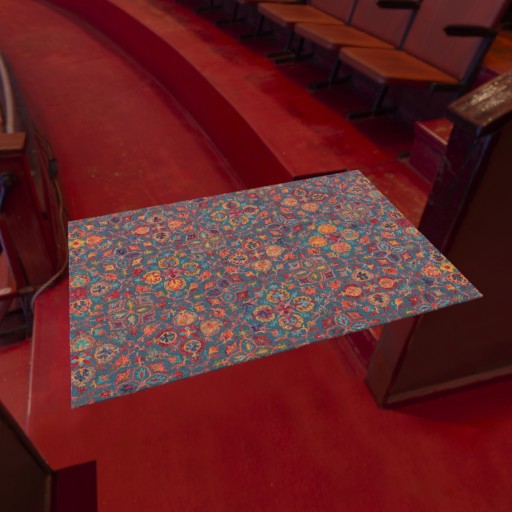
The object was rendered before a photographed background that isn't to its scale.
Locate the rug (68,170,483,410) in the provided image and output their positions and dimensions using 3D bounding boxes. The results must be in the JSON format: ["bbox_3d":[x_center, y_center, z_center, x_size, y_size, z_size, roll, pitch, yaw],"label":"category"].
[{"bbox_3d":[0.000,0.000,2.286,1.836,0.014,1.216,-12,42,-14],"label":"rug"}]
